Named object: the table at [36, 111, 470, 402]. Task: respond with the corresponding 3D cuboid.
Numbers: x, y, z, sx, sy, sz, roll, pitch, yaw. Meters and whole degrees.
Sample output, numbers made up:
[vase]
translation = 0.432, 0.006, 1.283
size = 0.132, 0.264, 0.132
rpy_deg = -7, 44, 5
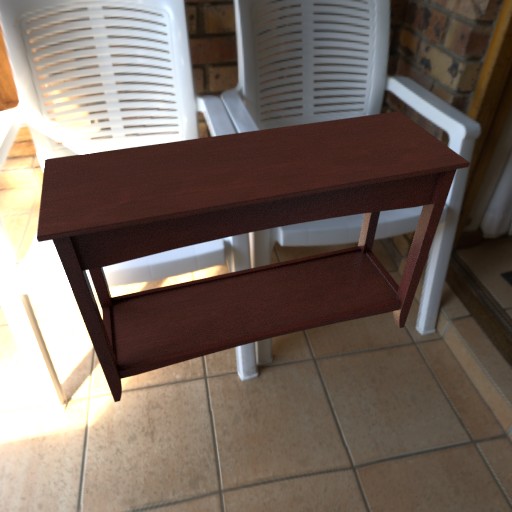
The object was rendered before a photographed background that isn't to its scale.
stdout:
[table]
translation = 0.000, 0.000, 1.541
size = 1.188, 0.739, 0.392
rpy_deg = -11, 42, -13
